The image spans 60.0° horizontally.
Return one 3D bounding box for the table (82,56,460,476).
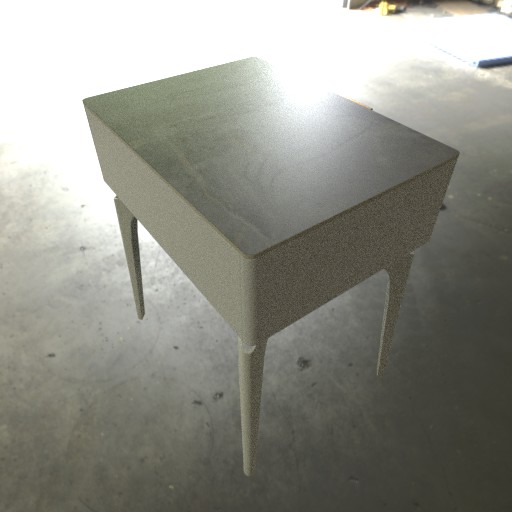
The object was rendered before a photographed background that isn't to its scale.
[{"bbox_3d":[0.000,0.000,0.890,0.400,0.570,0.500,-26,49,-26],"label":"table"}]
